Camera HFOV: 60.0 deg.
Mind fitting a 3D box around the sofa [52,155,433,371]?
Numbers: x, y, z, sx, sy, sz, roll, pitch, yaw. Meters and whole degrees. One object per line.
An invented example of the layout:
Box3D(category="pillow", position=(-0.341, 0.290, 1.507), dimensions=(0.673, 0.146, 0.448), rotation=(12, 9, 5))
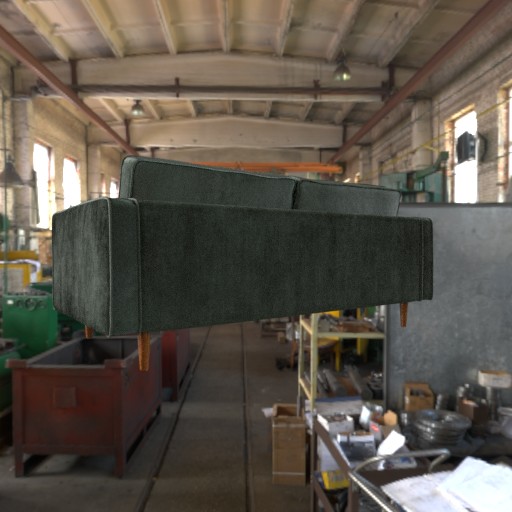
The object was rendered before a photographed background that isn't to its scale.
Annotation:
Box3D(category="sofa", position=(0.000, 0.000, 2.278), dimensions=(1.816, 0.781, 0.886), rotation=(-1, 1, -36))
